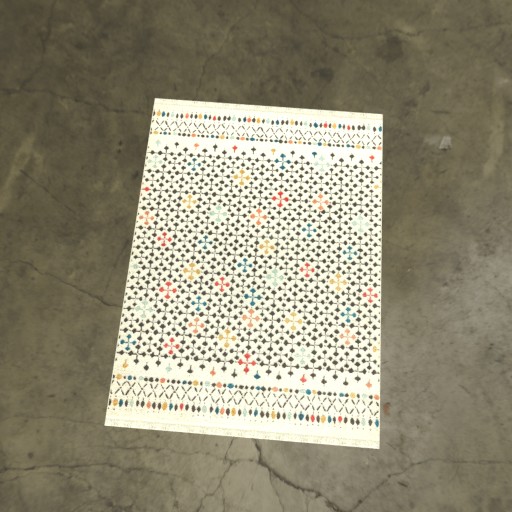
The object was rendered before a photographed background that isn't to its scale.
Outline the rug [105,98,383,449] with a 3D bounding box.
[{"bbox_3d":[0.000,0.000,2.032,1.146,0.006,1.556,4,76,1],"label":"rug"}]
